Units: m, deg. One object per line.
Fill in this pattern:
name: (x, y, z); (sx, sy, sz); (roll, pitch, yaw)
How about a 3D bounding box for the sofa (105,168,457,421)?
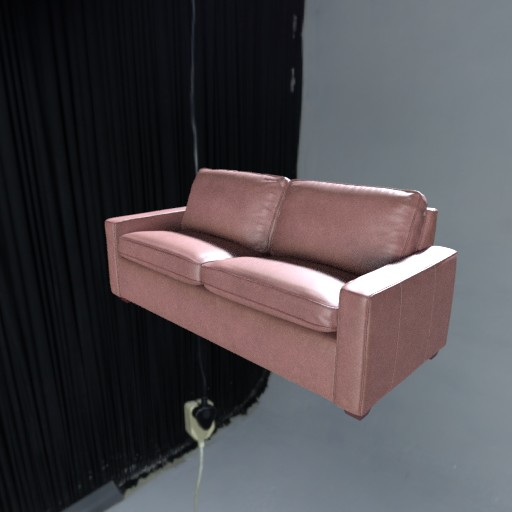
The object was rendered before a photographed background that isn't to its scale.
sofa: (0.000, 0.000, 2.692); (2.080, 0.919, 0.940); (15, 22, 42)
